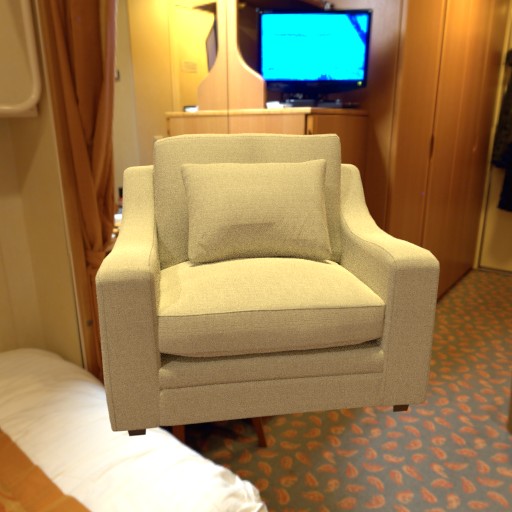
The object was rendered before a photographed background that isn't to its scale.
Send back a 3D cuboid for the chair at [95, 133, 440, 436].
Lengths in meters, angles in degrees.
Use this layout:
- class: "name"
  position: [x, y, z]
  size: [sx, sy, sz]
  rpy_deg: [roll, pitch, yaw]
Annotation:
- class: "chair"
  position: [0.000, 0.000, 1.921]
  size: [1.178, 1.016, 1.009]
  rpy_deg: [-2, 17, -8]
